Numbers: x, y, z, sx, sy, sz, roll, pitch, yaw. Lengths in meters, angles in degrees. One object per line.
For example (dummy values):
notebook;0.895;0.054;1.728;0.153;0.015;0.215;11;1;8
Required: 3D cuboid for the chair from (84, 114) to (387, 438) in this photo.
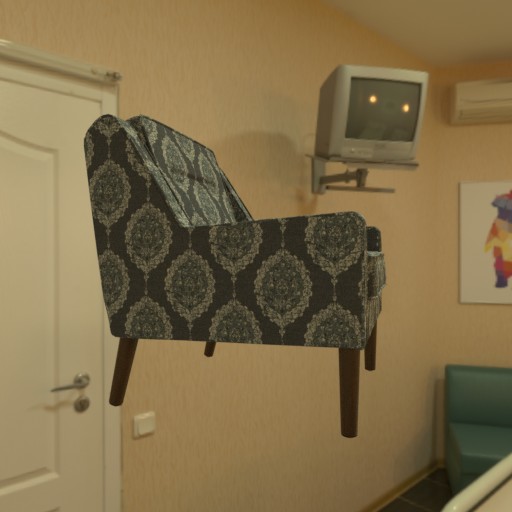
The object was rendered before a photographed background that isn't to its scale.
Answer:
chair;0.000;0.000;1.345;0.743;0.792;0.663;0;1;19
